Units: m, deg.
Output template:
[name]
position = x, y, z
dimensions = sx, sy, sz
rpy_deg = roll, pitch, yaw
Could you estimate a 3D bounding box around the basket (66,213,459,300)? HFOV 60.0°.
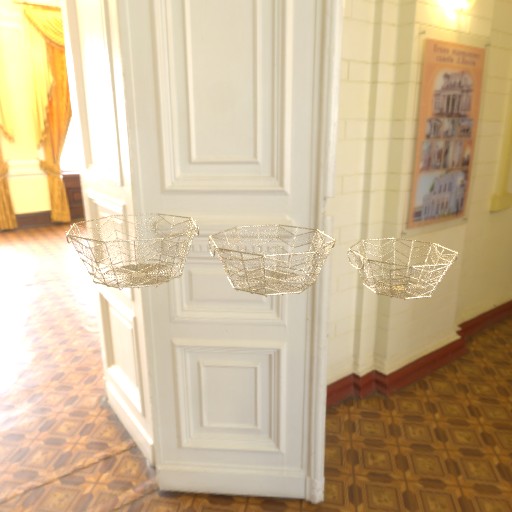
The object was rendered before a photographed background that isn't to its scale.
[basket]
position = 0.000, 0.000, 1.441
dimensions = 1.246, 0.178, 0.432
rpy_deg = 2, 17, 8
